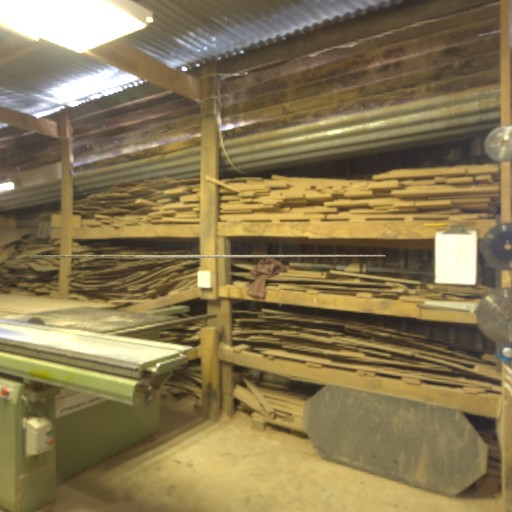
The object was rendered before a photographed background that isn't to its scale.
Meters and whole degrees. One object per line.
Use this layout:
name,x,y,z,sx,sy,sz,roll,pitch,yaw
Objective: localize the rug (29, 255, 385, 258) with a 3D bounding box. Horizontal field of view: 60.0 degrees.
rug,0.000,0.000,2.756,0.750,0.009,2.435,0,0,37
